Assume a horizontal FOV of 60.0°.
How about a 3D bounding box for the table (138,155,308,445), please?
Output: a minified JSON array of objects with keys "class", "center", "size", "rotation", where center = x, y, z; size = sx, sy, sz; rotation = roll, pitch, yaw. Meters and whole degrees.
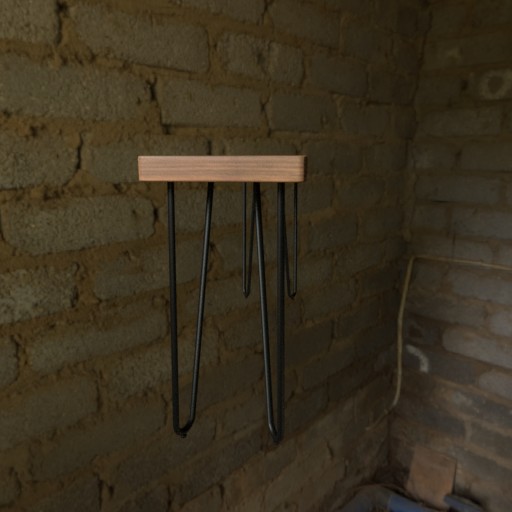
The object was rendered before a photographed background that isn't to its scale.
[{"class":"table","center":[0.000,0.000,1.921],"size":[0.425,0.834,1.570],"rotation":[1,12,6]}]
